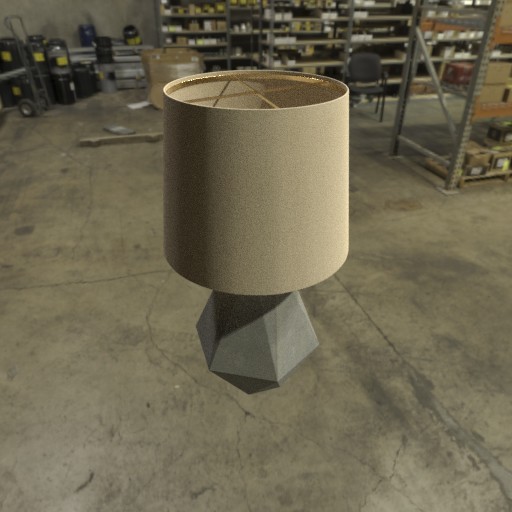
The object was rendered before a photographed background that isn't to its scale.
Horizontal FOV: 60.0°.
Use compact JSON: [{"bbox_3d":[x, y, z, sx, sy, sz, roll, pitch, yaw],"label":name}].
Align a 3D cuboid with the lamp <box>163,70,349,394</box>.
[{"bbox_3d":[0.000,0.000,0.687,0.276,0.501,0.276,0,32,0],"label":"lamp"}]
